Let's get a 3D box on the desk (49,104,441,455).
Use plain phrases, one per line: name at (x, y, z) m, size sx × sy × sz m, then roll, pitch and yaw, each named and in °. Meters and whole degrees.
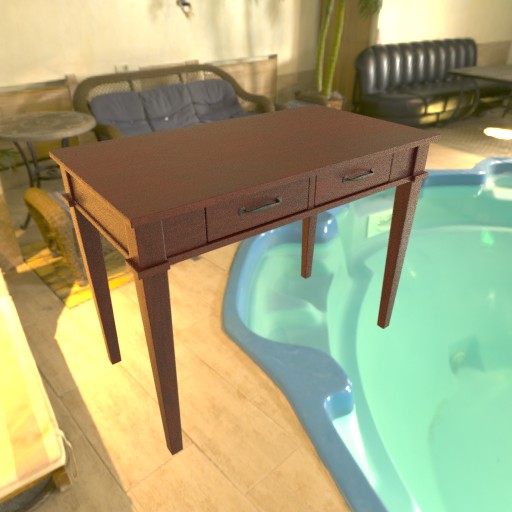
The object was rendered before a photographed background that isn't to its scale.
desk at (0.000, 0.000, 1.469) m, size 1.001 × 0.762 × 0.549 m, roll -21°, pitch 36°, yaw -31°
